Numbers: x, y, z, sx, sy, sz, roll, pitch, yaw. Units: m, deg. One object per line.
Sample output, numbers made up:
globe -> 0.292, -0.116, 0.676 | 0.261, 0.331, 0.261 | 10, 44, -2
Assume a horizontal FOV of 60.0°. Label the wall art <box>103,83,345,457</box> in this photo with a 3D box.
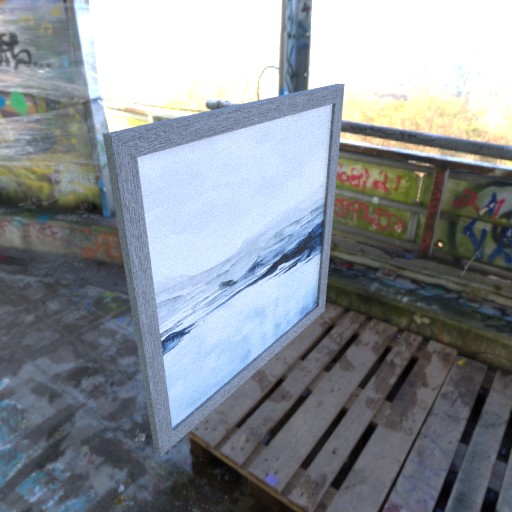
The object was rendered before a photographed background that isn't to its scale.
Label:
wall art -> 0.000, 0.000, 1.030 | 0.020, 0.685, 0.685 | 21, 35, 33
